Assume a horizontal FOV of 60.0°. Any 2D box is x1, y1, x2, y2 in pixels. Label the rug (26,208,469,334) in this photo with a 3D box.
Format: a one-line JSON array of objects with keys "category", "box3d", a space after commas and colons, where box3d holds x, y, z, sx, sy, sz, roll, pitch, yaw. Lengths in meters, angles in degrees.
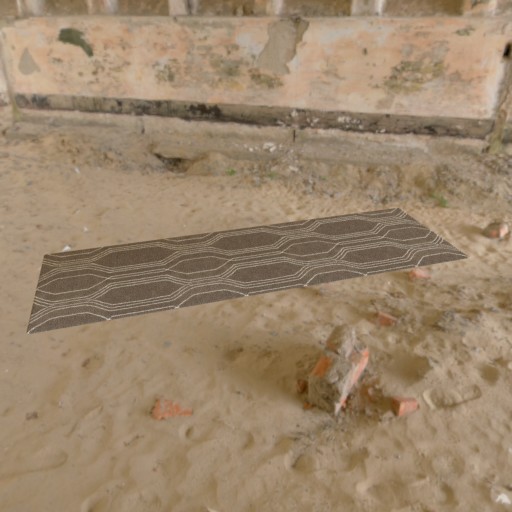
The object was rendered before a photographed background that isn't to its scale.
[{"category": "rug", "box3d": [0.000, 0.000, 2.689, 2.464, 0.012, 0.773, -9, 31, -14]}]
